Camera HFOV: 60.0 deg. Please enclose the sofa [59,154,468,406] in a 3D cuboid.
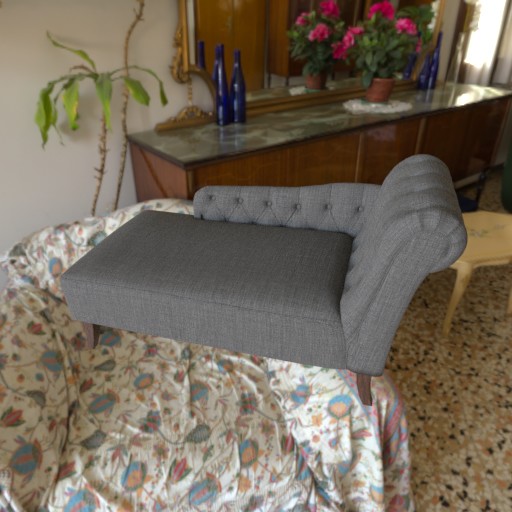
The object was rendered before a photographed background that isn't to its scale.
[{"bbox_3d":[0.000,0.000,1.779,1.379,0.787,0.675,8,30,14],"label":"sofa"}]
